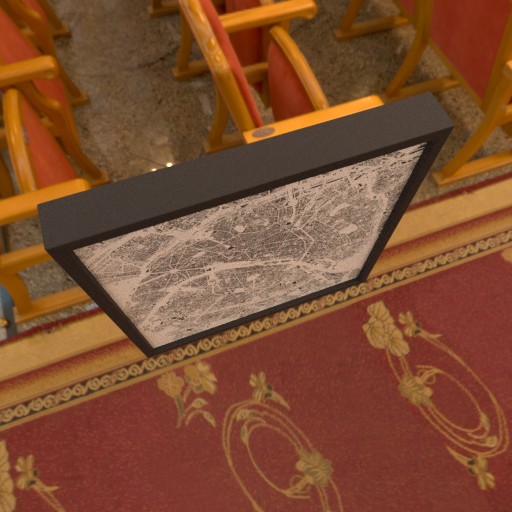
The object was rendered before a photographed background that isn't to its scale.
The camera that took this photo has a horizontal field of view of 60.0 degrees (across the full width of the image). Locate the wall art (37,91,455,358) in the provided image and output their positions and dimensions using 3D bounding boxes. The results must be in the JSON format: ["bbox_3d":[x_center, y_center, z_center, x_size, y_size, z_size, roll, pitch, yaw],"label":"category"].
[{"bbox_3d":[0.000,0.000,0.453,0.305,0.305,0.037,-18,65,-9],"label":"wall art"}]
